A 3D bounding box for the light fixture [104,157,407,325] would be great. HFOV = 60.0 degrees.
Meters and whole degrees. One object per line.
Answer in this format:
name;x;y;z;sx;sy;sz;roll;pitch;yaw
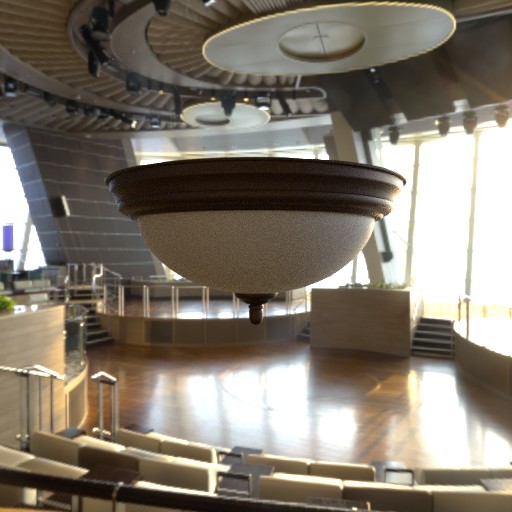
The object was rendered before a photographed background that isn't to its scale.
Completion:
light fixture;0.000;0.000;0.433;0.280;0.135;0.280;0;1;0
